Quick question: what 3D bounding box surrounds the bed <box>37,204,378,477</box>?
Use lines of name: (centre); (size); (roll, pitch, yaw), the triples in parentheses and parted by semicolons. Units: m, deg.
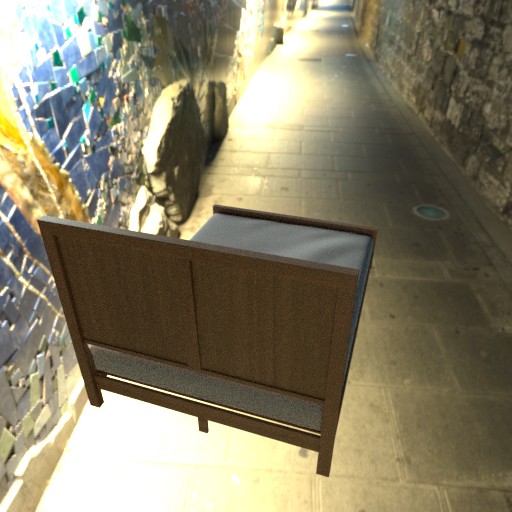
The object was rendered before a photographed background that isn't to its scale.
bed: (0.000, 0.000, 3.269); (1.606, 1.387, 2.184); (10, 33, 16)
